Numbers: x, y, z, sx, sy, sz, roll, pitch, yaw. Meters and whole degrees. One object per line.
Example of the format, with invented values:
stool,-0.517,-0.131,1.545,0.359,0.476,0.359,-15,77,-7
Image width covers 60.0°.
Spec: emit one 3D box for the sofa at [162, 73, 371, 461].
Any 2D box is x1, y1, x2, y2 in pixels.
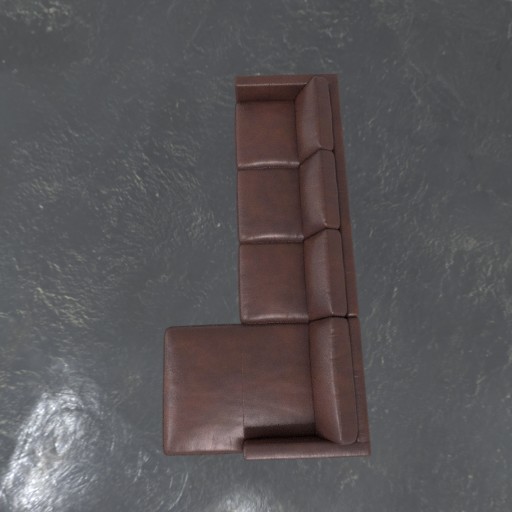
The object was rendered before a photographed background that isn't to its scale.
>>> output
sofa,0.000,0.000,3.878,1.581,0.883,3.203,-2,76,0
